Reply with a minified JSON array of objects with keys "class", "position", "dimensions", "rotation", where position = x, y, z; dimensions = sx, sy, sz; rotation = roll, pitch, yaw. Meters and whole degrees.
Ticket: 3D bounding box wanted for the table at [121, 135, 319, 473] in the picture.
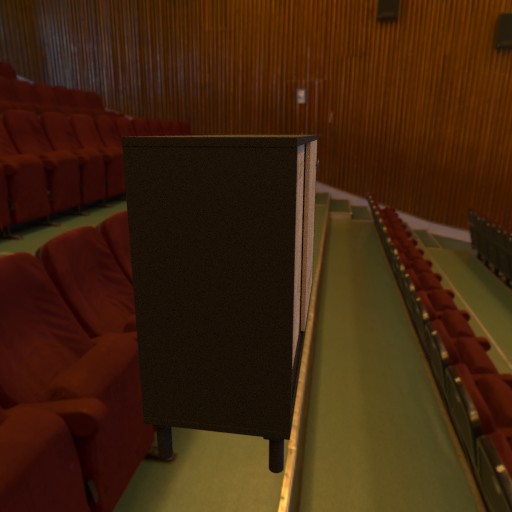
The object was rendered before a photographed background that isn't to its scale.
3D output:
[{"class":"table","position":[0.000,0.000,1.631],"dimensions":[0.400,0.855,1.200],"rotation":[3,16,9]}]
